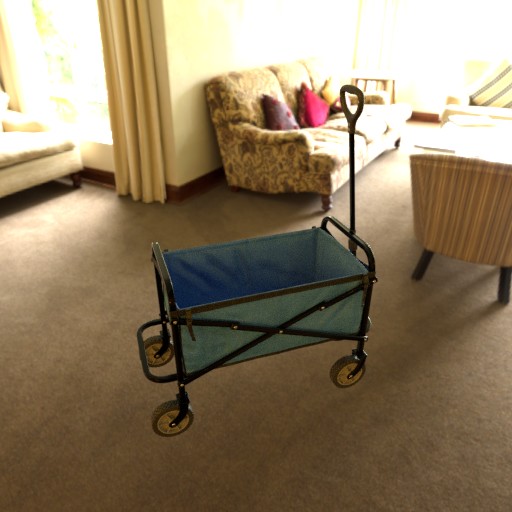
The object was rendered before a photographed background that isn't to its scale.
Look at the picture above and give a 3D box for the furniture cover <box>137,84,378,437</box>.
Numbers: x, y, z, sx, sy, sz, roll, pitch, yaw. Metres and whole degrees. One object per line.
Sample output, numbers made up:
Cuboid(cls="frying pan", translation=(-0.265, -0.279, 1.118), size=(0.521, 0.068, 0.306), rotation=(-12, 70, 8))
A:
Cuboid(cls="furniture cover", translation=(0.000, 0.000, 1.830), size=(1.038, 1.295, 0.532), rotation=(-10, 31, -17))
